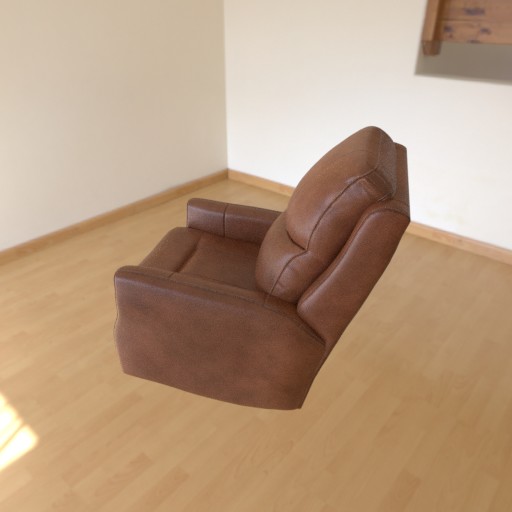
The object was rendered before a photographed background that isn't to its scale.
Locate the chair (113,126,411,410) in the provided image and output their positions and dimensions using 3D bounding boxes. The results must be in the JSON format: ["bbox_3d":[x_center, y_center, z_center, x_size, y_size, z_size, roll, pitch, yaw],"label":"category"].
[{"bbox_3d":[0.000,0.000,1.821,1.072,1.016,0.821,8,32,13],"label":"chair"}]
